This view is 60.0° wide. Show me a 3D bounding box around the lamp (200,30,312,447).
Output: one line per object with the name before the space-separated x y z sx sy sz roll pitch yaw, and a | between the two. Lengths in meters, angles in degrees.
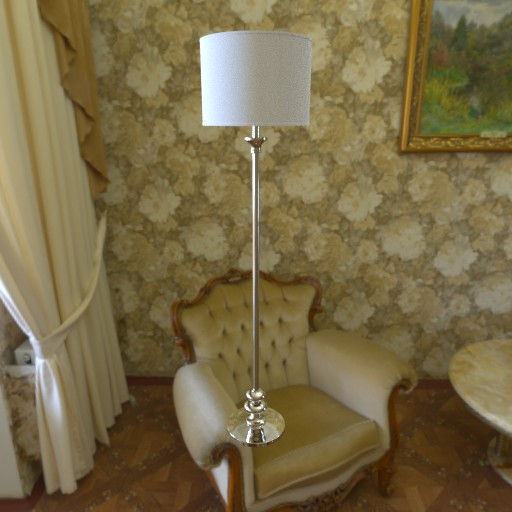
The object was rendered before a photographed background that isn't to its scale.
lamp | 0.000 0.000 1.624 0.356 1.487 0.356 -16 23 -41
